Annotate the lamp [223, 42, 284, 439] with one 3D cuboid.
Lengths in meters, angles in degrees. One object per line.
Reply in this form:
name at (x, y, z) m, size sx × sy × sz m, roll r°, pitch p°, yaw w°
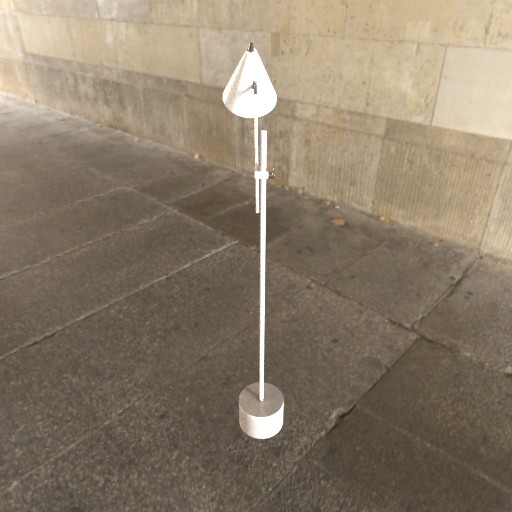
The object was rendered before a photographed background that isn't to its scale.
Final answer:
lamp at (0.000, 0.000, 1.654) m, size 0.223 × 1.430 × 0.508 m, roll -1°, pitch 31°, yaw -1°
